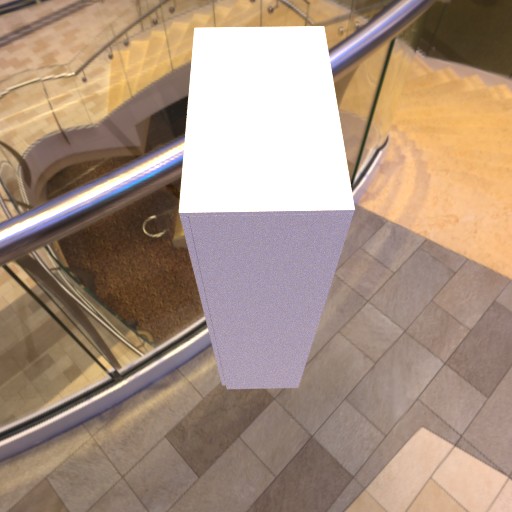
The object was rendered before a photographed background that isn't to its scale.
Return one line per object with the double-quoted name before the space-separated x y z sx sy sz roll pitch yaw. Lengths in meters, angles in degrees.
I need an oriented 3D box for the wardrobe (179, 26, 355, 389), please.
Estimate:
"wardrobe" 0.000 0.000 2.011 0.470 1.700 0.760 -1 59 -1
